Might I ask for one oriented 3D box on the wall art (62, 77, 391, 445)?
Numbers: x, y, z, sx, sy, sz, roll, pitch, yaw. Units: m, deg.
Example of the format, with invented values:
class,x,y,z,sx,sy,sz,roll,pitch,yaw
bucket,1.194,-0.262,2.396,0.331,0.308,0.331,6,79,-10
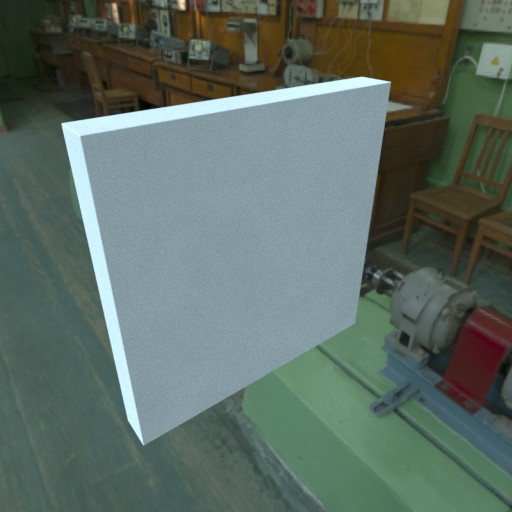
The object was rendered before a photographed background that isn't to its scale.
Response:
class,x,y,z,sx,sy,sz,roll,pitch,yaw
wall art,0.000,0.000,0.447,0.305,0.305,0.038,-22,37,-31
